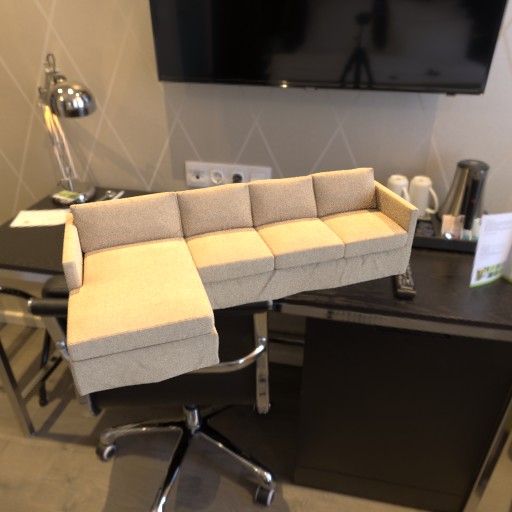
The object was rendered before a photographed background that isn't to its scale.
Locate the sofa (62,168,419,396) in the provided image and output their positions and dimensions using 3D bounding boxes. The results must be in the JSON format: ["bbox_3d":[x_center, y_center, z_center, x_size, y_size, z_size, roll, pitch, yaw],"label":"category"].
[{"bbox_3d":[0.000,0.000,3.975,3.205,0.922,1.650,-10,32,-16],"label":"sofa"}]
